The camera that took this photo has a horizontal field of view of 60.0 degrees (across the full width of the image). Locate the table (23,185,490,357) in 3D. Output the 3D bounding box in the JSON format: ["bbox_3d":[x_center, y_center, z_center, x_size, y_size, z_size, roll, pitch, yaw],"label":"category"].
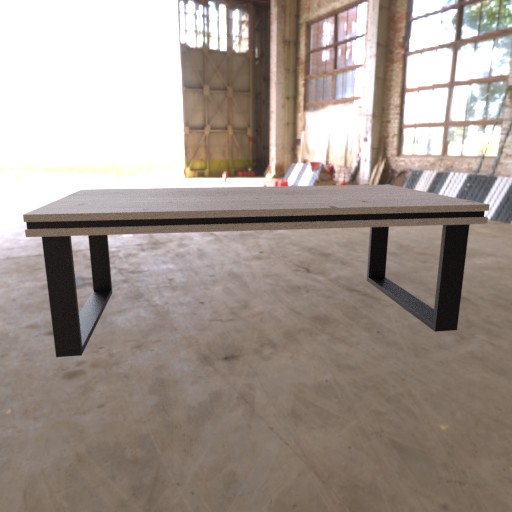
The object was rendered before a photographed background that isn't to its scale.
[{"bbox_3d":[0.000,0.000,1.656,1.350,0.450,0.700,-2,14,-9],"label":"table"}]
